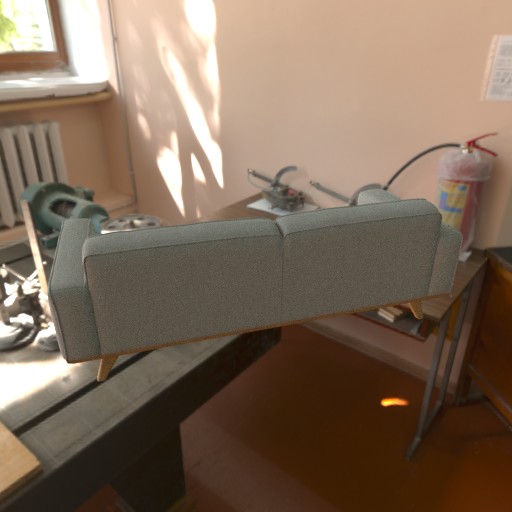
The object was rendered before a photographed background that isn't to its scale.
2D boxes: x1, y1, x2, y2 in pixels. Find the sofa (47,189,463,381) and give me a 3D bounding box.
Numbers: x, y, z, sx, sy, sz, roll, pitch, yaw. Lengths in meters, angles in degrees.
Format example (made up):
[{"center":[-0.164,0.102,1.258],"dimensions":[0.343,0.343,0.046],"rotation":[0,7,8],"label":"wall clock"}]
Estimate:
[{"center":[0.000,0.000,2.736],"dimensions":[2.270,0.781,0.956],"rotation":[-8,27,-15],"label":"sofa"}]
